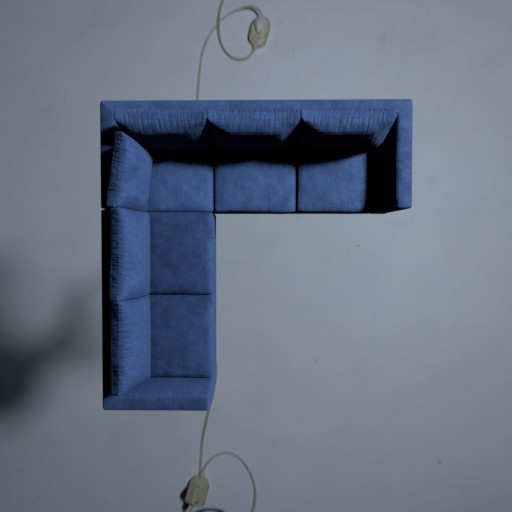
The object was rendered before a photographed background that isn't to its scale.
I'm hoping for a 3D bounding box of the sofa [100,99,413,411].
[{"bbox_3d":[0.000,0.000,3.762,2.463,0.988,2.472,0,91,1],"label":"sofa"}]
